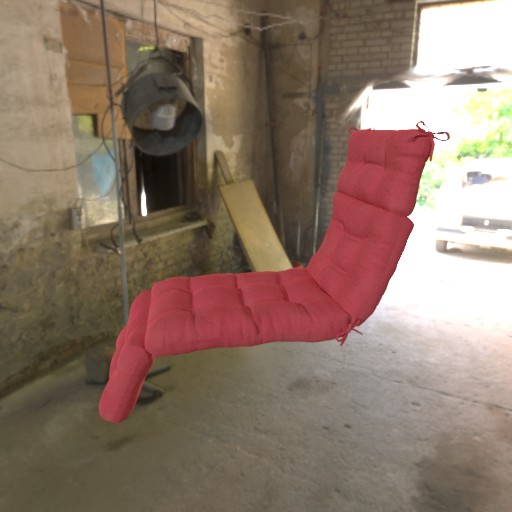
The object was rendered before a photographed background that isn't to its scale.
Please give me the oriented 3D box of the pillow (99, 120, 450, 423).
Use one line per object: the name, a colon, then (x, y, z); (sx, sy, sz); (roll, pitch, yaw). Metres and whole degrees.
pillow: (0.000, 0.000, 1.486); (1.016, 0.863, 0.526); (-3, 16, -10)
